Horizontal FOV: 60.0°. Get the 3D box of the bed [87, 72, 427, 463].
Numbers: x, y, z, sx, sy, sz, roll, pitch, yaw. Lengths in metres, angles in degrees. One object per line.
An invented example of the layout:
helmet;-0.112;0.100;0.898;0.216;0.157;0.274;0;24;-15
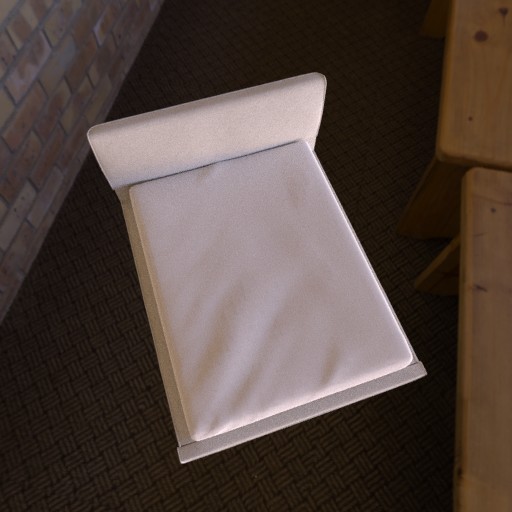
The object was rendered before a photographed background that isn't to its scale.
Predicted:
bed;0.000;0.000;3.542;1.980;1.126;2.498;-17;65;-8
